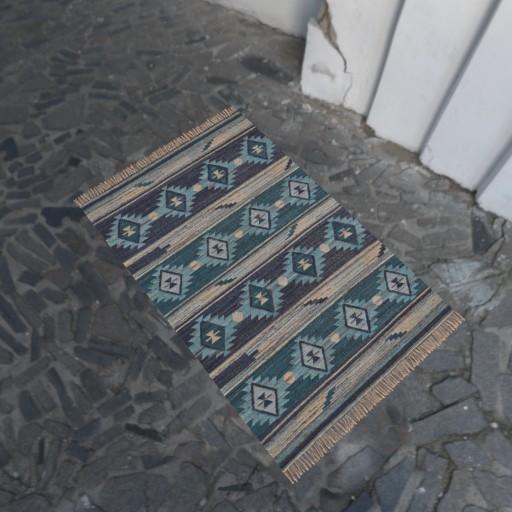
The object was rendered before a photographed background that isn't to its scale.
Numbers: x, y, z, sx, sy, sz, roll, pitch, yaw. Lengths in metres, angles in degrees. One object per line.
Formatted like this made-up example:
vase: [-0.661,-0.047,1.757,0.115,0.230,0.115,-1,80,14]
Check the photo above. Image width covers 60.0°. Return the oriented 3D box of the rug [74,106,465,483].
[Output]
rug: [0.000,0.000,2.425,1.181,0.028,1.936,-36,69,-17]
